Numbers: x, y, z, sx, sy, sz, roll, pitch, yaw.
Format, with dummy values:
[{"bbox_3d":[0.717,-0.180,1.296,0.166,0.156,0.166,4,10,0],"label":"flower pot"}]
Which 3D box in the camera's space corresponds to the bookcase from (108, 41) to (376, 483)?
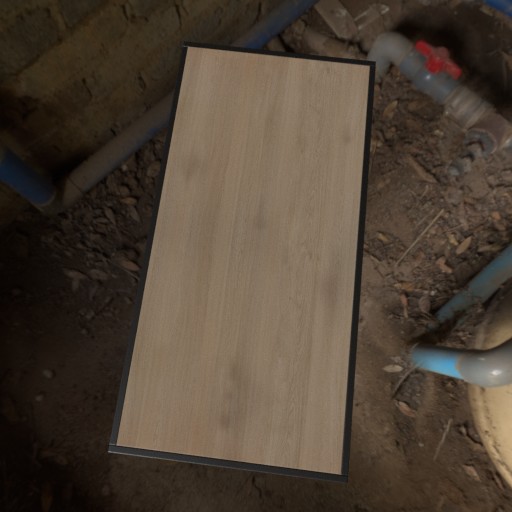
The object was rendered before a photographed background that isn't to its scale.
[{"bbox_3d":[0.000,0.000,1.222,0.500,0.400,1.000,7,77,2],"label":"bookcase"}]
